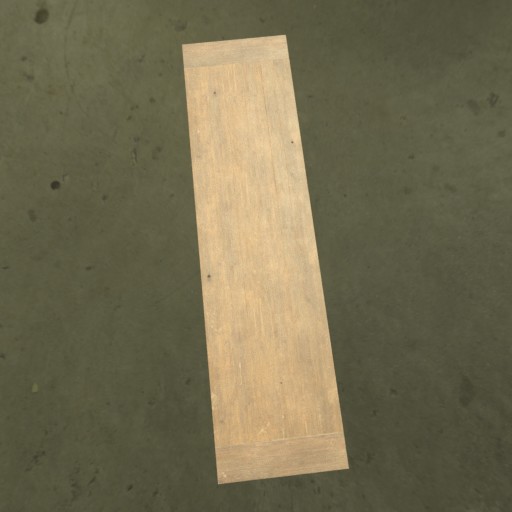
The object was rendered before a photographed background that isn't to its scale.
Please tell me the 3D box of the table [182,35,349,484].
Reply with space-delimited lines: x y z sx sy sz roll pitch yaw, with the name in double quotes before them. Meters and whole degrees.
"table" 0.000 0.000 2.163 0.465 0.810 1.800 -6 77 -1
